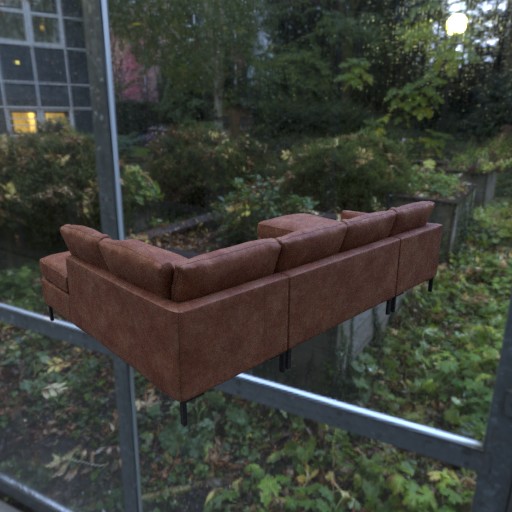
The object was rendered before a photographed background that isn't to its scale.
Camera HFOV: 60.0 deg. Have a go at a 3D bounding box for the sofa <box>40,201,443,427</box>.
[{"bbox_3d":[0.000,0.000,3.834,2.956,0.900,1.939,-15,22,-42],"label":"sofa"}]
